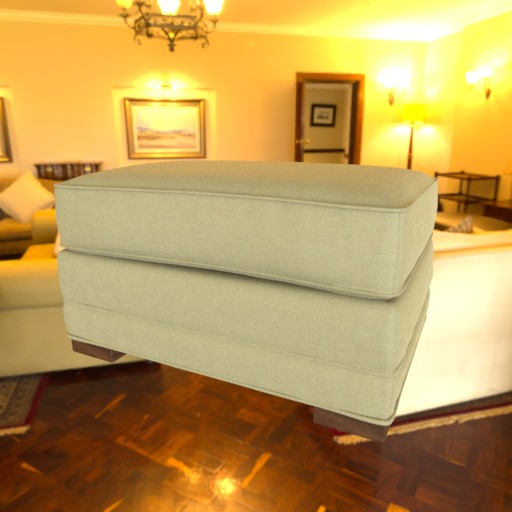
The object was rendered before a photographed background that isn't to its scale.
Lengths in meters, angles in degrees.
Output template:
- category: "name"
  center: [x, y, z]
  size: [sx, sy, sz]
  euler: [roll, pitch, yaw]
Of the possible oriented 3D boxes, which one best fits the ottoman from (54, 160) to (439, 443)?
- category: "ottoman"
  center: [0.000, 0.000, 1.172]
  size: [0.848, 0.482, 0.611]
  euler: [8, 17, 26]
